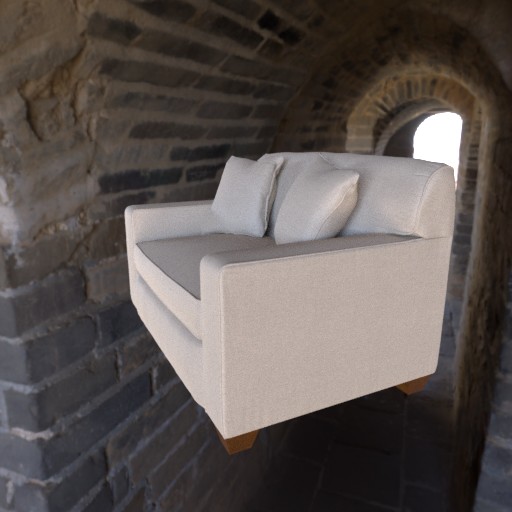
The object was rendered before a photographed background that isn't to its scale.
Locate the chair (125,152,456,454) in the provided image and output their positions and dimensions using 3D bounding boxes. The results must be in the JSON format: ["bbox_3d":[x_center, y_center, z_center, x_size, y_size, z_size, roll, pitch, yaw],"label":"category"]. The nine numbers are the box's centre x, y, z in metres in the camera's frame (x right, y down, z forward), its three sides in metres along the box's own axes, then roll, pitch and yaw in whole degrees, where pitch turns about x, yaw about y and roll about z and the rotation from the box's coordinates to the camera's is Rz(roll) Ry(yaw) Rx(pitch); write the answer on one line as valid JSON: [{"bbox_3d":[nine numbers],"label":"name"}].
[{"bbox_3d":[0.000,0.000,2.078,1.000,0.948,1.383,-7,16,-26],"label":"chair"}]
